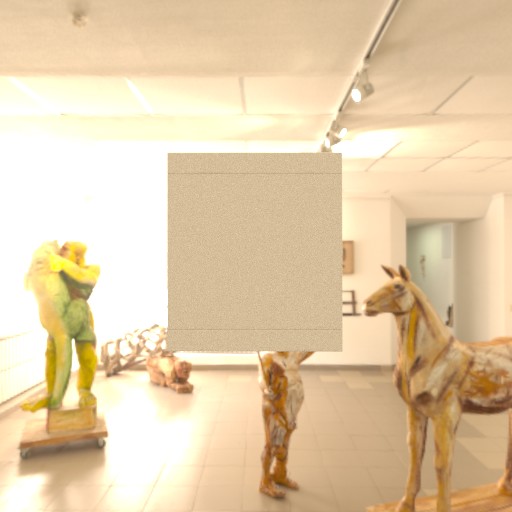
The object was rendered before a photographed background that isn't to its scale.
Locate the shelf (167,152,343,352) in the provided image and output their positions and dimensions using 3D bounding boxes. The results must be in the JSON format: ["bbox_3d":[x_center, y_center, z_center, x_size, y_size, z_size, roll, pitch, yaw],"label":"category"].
[{"bbox_3d":[0.000,0.000,0.683,0.150,0.170,0.610,0,-1,0],"label":"shelf"}]
